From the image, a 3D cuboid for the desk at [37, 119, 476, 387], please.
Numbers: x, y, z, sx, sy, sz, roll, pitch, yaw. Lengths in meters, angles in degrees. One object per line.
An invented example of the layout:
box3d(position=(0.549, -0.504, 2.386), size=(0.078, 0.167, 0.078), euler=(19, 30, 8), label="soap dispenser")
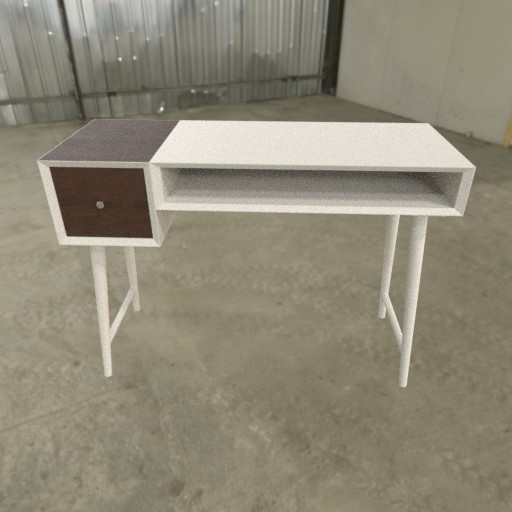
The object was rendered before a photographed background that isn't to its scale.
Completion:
box3d(position=(0.000, 0.000, 1.441), size=(1.069, 0.761, 0.409), euler=(1, 31, 2), label="desk")
